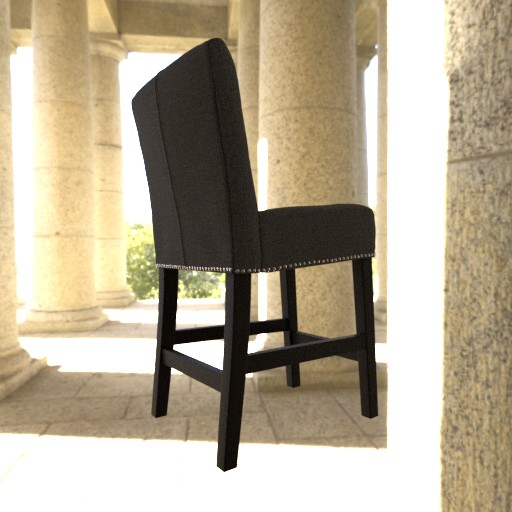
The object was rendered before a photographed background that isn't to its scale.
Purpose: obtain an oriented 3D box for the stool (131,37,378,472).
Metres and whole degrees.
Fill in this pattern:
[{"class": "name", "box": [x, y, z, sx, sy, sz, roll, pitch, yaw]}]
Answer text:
[{"class": "stool", "box": [0.000, 0.000, 1.192, 0.571, 0.885, 0.427, -1, 1, -36]}]
